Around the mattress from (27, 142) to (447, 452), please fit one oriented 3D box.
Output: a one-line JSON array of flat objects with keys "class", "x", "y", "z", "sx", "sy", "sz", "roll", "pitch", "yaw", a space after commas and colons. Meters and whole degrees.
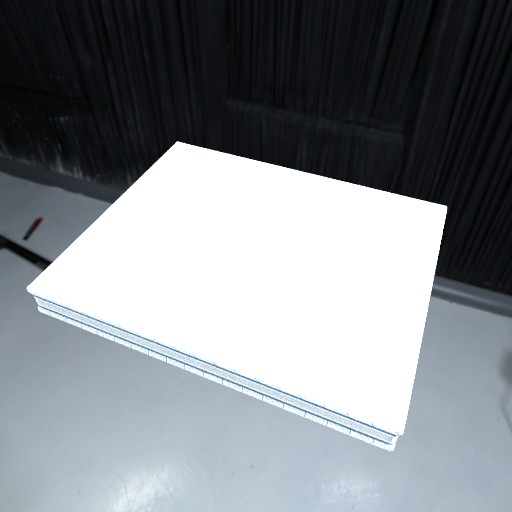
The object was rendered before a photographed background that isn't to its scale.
[{"class": "mattress", "x": 0.000, "y": 0.000, "z": 2.688, "sx": 2.000, "sy": 0.230, "sz": 1.600, "roll": 17, "pitch": 48, "yaw": 16}]
